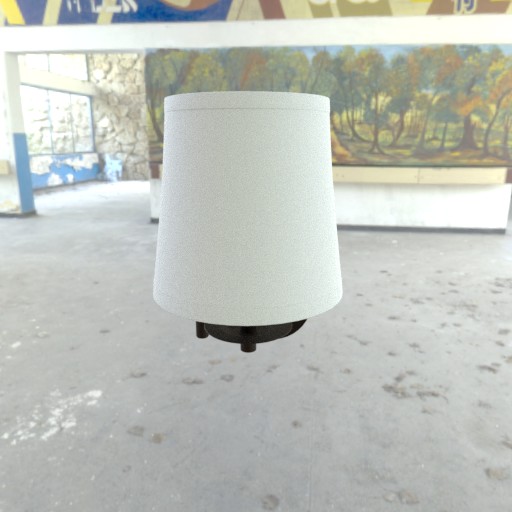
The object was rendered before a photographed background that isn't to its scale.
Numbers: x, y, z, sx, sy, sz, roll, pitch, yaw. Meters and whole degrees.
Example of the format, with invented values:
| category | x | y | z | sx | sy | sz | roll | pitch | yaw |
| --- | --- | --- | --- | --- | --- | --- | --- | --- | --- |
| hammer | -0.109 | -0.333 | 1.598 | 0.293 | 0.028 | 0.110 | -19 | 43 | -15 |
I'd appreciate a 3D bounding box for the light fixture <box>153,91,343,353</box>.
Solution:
| category | x | y | z | sx | sy | sz | roll | pitch | yaw |
| --- | --- | --- | --- | --- | --- | --- | --- | --- | --- |
| light fixture | 0.000 | 0.000 | 0.264 | 0.100 | 0.172 | 0.157 | 2 | 15 | 8 |
